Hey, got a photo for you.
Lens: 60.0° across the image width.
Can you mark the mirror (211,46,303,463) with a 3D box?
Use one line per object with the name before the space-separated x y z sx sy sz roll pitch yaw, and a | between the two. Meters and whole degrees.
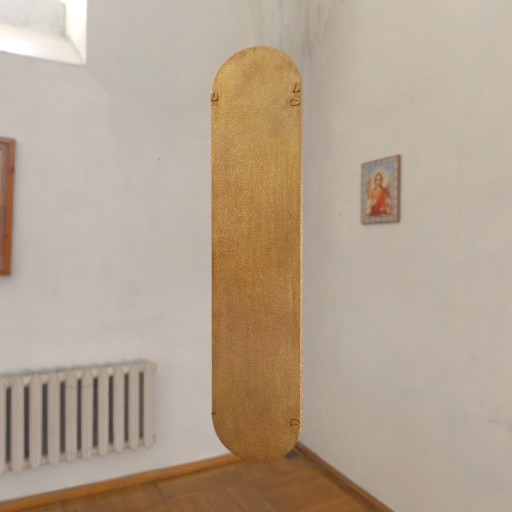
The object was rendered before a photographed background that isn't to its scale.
mirror | 0.000 0.000 1.065 0.222 0.991 0.032 0 1 18
